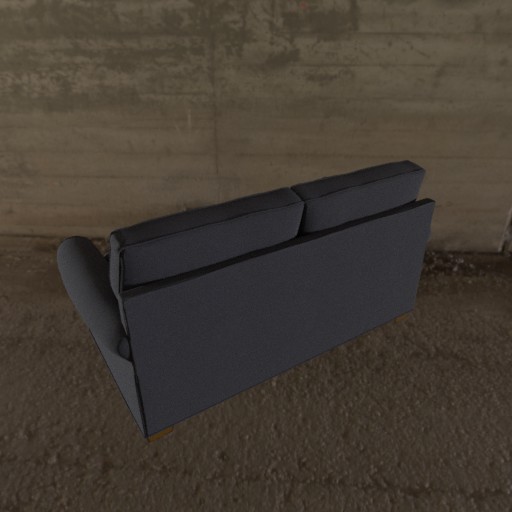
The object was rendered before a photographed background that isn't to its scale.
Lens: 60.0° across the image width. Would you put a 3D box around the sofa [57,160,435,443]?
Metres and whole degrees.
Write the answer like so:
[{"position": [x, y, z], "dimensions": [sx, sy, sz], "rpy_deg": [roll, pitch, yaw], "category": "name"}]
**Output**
[{"position": [0.000, 0.000, 2.542], "dimensions": [2.009, 1.031, 0.951], "rpy_deg": [-18, 34, -28], "category": "sofa"}]
